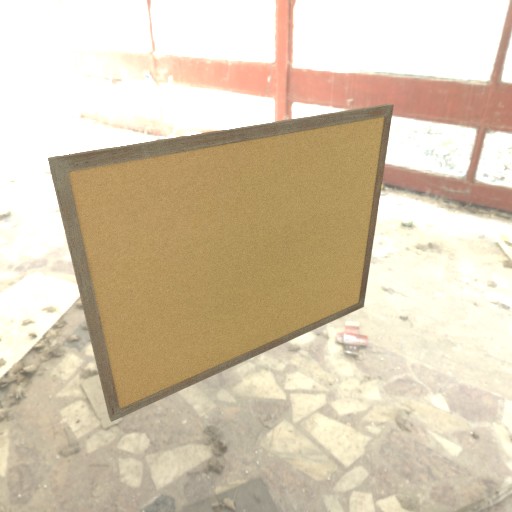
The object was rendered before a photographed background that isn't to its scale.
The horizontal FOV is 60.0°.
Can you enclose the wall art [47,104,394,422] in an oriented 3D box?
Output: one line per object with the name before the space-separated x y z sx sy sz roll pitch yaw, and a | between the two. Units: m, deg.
wall art | 0.000 0.000 1.334 1.012 0.774 0.019 -18 34 -29
